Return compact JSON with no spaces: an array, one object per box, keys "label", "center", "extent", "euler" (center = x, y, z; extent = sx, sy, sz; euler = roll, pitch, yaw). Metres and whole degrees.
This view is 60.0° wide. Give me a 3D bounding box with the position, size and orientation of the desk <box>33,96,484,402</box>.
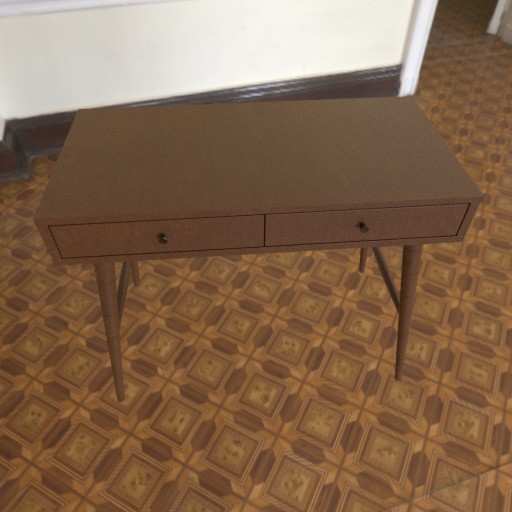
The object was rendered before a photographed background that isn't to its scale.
[{"label":"desk","center":[0.000,0.000,1.360],"extent":[0.949,0.758,0.510],"euler":[-3,45,-3]}]
